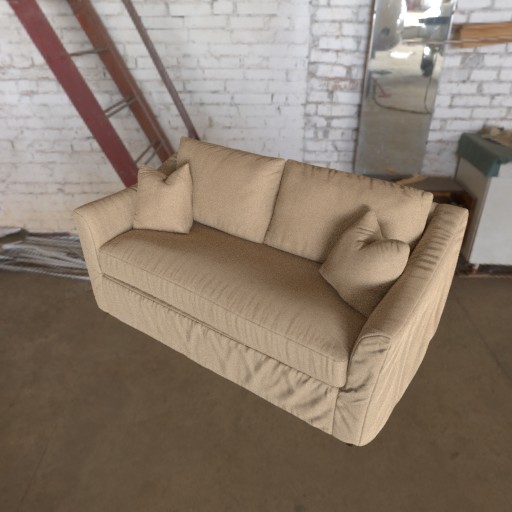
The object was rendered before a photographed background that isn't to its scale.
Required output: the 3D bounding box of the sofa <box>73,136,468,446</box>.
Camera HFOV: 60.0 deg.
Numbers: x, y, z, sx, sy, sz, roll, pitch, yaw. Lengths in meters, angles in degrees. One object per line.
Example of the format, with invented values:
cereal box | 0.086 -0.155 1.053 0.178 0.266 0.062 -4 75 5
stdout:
sofa | 0.000 0.000 2.610 2.010 1.018 1.072 20 35 30
